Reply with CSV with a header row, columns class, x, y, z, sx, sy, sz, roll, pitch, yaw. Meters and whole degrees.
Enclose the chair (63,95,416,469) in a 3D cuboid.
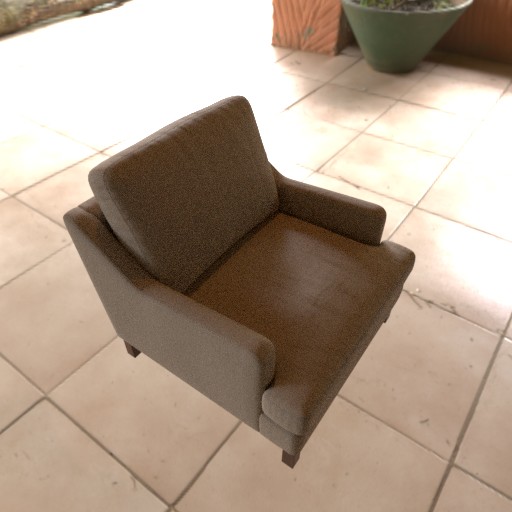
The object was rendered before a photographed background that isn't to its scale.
class,x,y,z,sx,sy,sz,roll,pitch,yaw
chair,0.000,0.000,1.711,1.001,0.916,0.912,26,48,25
